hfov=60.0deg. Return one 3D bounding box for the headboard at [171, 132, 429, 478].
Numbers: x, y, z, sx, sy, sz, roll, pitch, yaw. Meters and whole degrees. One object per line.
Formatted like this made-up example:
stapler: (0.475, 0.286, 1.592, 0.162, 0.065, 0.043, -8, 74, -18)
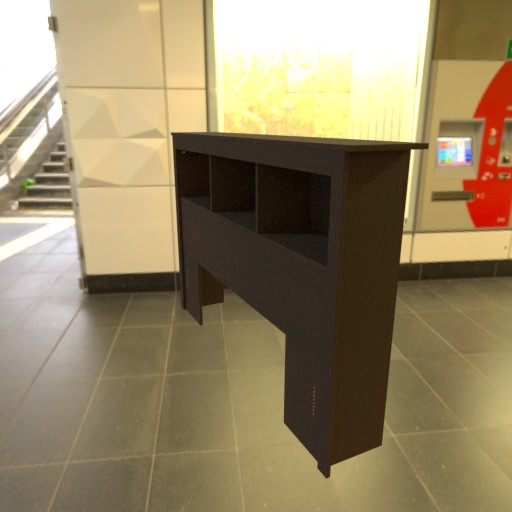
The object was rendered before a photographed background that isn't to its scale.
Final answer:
headboard: (0.000, 0.000, 2.087, 0.279, 1.092, 1.671, -8, 19, -25)
